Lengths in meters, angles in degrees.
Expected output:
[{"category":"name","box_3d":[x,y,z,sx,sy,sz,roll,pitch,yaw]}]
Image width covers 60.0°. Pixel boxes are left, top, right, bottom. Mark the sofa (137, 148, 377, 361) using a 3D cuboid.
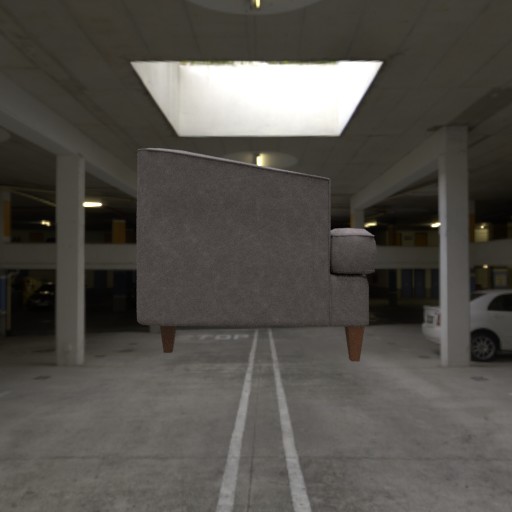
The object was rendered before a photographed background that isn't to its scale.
[{"category":"sofa","box_3d":[0.000,0.000,2.699,0.917,0.806,2.247,0,-1,1]}]
